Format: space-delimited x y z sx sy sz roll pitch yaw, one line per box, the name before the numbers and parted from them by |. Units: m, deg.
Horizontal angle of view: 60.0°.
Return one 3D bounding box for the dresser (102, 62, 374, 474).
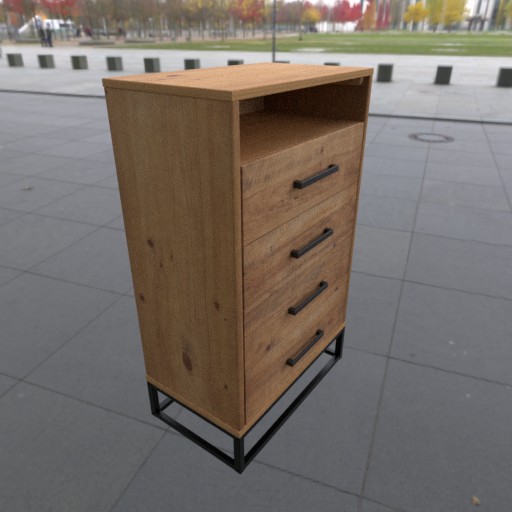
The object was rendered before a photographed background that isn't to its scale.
dresser | 0.000 0.000 1.616 0.479 1.240 0.761 19 33 32
